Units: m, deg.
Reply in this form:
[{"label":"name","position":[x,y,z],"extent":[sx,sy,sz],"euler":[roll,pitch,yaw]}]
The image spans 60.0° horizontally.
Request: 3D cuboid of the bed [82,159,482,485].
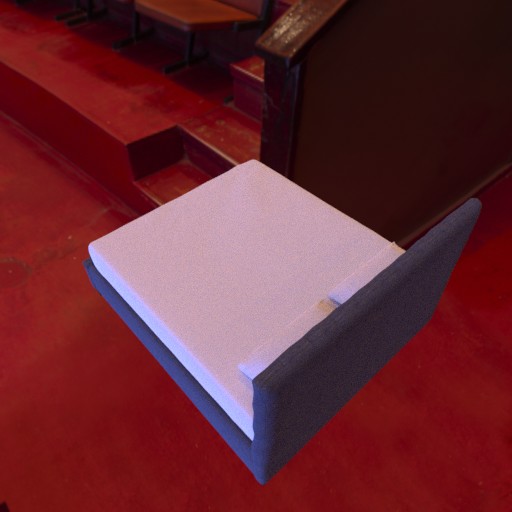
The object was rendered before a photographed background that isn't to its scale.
[{"label":"bed","position":[0.000,0.000,3.630],"extent":[2.078,1.427,2.387],"euler":[-33,55,-28]}]
